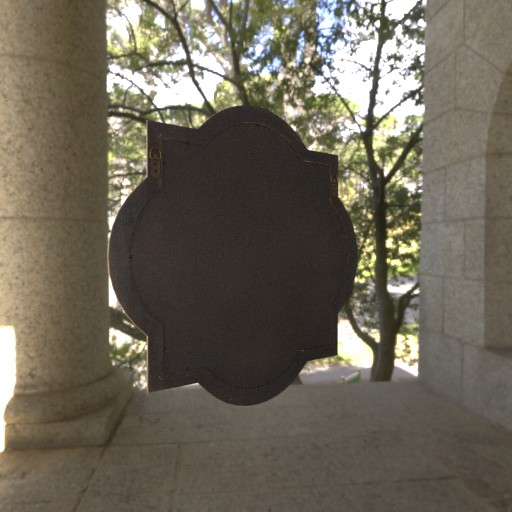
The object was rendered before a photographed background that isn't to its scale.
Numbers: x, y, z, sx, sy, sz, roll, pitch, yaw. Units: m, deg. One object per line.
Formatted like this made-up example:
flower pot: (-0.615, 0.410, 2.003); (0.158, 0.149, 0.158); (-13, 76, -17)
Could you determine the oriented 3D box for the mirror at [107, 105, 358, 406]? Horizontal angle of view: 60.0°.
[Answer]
mirror: (0.000, 0.000, 1.053); (0.686, 0.686, 0.019); (0, 1, -36)
